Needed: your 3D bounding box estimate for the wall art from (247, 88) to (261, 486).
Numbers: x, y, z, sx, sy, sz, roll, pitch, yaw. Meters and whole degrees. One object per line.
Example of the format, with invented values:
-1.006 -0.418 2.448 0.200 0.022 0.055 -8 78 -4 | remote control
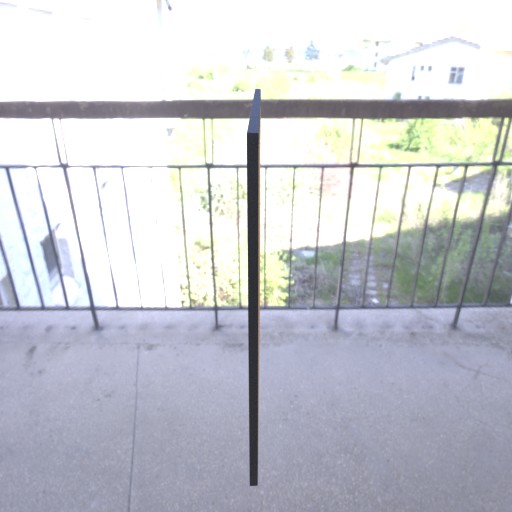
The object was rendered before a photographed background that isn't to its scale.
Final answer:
0.000 0.000 1.003 0.016 0.659 0.663 0 25 1 | wall art
